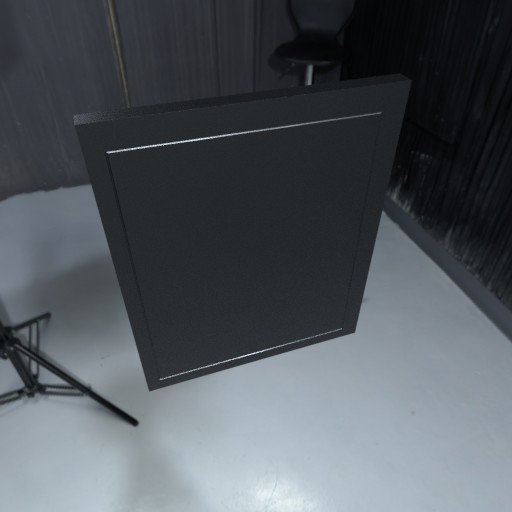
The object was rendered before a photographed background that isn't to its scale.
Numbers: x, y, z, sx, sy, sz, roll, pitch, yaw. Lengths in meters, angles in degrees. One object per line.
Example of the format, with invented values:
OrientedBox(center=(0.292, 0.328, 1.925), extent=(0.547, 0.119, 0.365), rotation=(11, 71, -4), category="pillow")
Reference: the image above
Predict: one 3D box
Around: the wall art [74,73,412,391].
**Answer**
OrientedBox(center=(0.000, 0.000, 0.770), extent=(0.461, 0.558, 0.031), rotation=(-13, 42, -14), category="wall art")
